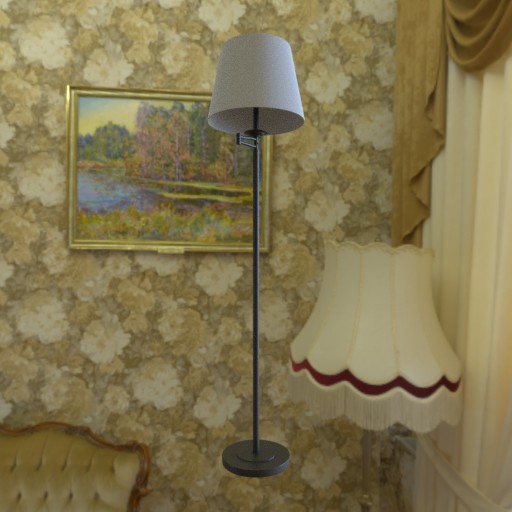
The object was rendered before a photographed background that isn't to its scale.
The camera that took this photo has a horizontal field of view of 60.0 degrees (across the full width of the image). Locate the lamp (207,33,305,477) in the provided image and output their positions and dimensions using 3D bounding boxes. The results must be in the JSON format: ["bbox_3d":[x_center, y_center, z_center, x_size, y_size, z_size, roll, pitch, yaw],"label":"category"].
[{"bbox_3d":[0.000,0.000,1.590,0.348,1.473,0.348,0,0,38],"label":"lamp"}]
